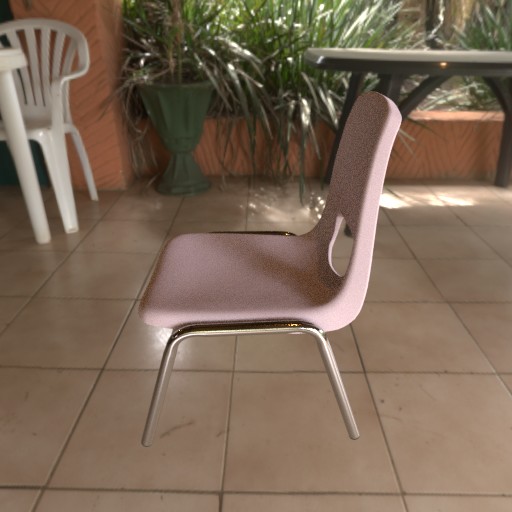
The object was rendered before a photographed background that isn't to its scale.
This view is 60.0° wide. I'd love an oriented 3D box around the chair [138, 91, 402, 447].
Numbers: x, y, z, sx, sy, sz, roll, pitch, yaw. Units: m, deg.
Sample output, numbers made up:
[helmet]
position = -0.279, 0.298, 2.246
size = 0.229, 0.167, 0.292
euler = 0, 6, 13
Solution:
[chair]
position = 0.000, 0.000, 0.773
size = 0.385, 0.536, 0.354
euler = 0, 27, 0
